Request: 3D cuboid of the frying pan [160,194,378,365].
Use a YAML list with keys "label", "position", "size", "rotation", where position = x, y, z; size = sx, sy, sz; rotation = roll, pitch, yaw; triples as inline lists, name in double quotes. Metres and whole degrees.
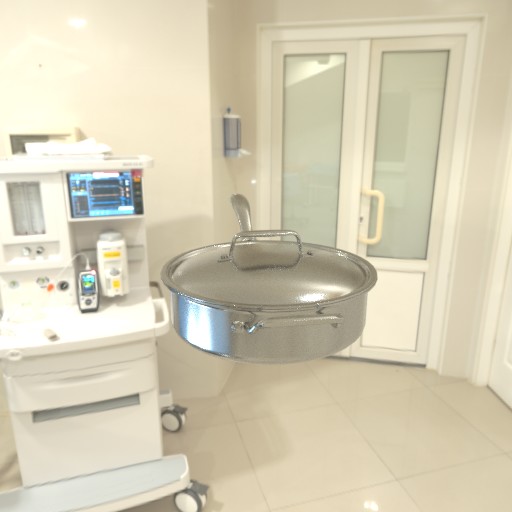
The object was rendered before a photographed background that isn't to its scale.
- label: "frying pan"
  position: [0.000, 0.000, 0.601]
  size: [0.245, 0.111, 0.492]
  rotation: [-3, 16, -9]
